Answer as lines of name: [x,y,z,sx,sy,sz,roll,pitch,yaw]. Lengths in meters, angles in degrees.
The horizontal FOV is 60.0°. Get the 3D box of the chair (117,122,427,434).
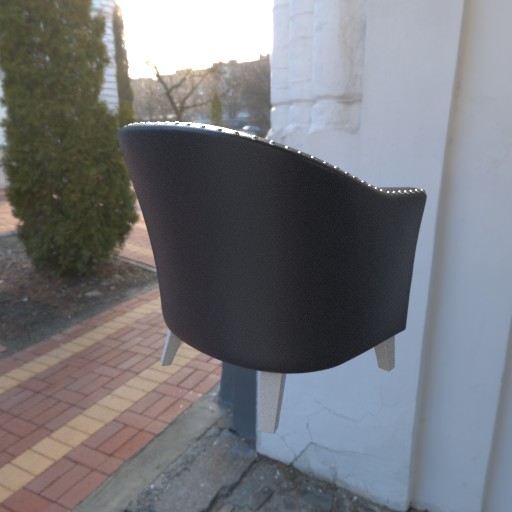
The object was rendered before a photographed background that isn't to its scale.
chair: [0.000,0.000,1.432,0.748,0.823,0.794,-15,22,-42]
